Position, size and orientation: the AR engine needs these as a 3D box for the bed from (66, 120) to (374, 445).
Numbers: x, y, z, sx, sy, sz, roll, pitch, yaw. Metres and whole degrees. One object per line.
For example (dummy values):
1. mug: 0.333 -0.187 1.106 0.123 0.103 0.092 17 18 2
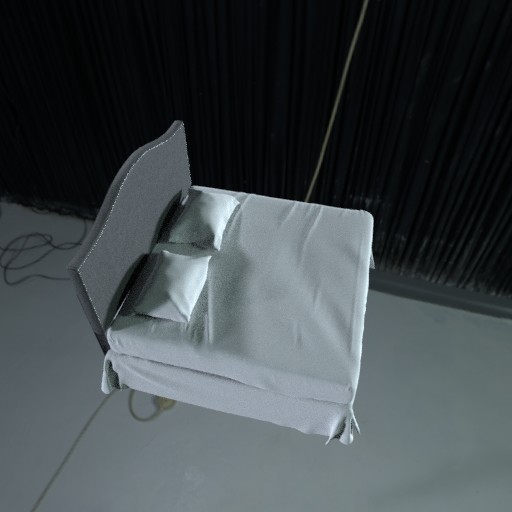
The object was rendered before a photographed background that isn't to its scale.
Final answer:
1. bed: 0.000 0.000 3.847 2.219 1.651 2.314 10 47 10
